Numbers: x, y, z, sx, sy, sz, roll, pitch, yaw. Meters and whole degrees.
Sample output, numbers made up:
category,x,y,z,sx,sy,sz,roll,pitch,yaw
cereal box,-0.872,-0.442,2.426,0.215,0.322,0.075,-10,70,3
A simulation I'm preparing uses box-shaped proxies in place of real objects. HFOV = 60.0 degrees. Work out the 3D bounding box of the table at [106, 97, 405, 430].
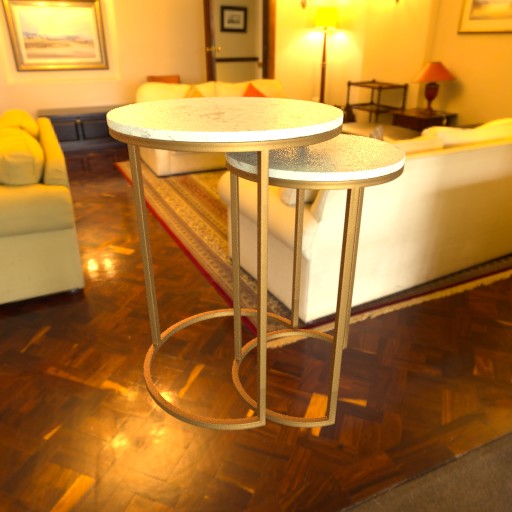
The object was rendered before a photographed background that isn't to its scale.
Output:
category,x,y,z,sx,sy,sz,roll,pitch,yaw
table,0.000,0.000,0.879,0.507,0.550,0.400,7,27,14
